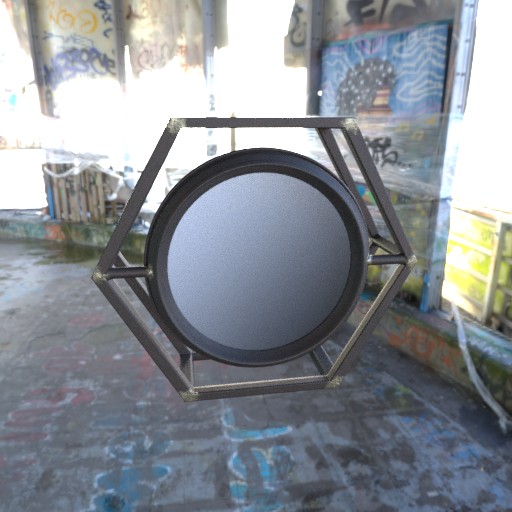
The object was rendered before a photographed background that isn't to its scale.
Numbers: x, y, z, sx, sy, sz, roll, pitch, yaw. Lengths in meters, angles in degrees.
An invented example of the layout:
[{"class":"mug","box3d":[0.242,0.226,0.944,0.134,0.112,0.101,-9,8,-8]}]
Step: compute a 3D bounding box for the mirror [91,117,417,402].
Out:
[{"class":"mirror","box3d":[0.000,0.000,0.561,0.380,0.334,0.119,-3,17,-9]}]
